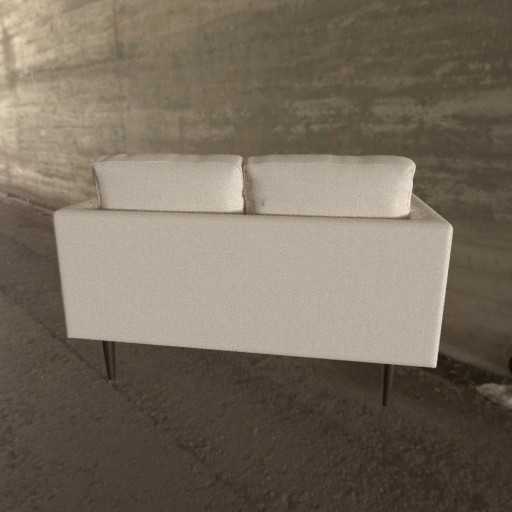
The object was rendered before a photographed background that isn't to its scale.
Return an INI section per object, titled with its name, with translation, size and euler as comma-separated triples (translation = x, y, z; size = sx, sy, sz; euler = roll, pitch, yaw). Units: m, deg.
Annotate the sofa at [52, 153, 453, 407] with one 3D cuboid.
[sofa]
translation = 0.000, 0.000, 1.967
size = 1.430, 0.908, 0.796
euler = 3, 16, 9
